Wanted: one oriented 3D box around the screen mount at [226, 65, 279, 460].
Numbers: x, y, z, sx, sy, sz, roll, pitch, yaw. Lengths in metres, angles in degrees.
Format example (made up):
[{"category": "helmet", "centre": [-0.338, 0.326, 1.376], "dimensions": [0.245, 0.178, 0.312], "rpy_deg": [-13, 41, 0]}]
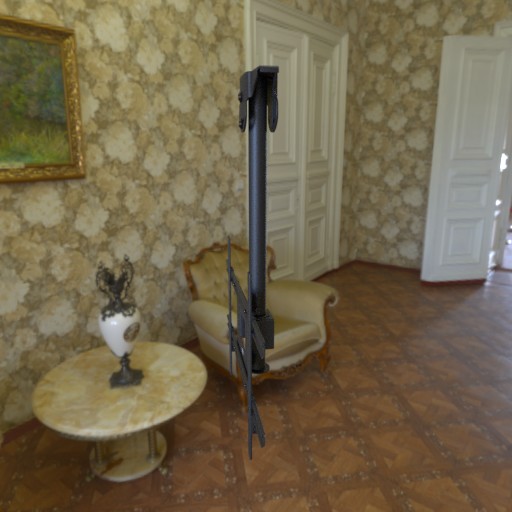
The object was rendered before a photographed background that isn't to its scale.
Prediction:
[{"category": "screen mount", "centre": [0.000, 0.000, 1.020], "dimensions": [0.090, 0.775, 0.595], "rpy_deg": [-2, 14, -9]}]
